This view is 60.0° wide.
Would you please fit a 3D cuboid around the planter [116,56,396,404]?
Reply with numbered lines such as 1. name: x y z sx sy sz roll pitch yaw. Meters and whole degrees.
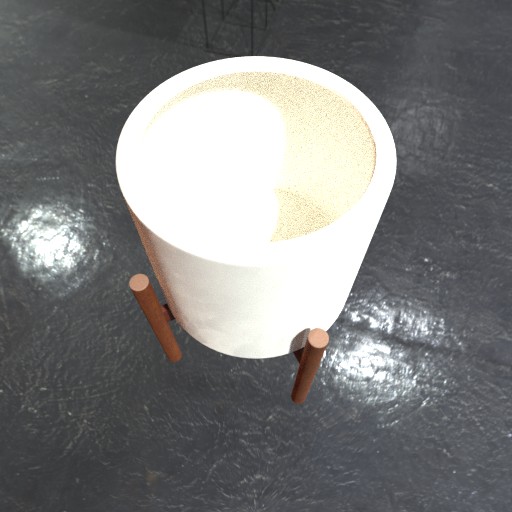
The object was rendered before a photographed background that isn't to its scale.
1. planter: 0.000 0.000 0.508 0.224 0.358 0.224 16 60 9
